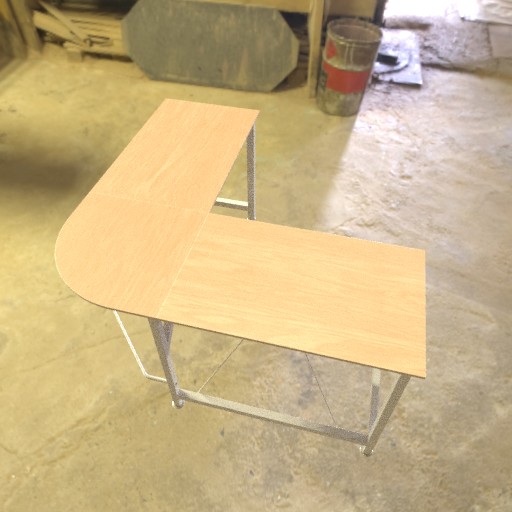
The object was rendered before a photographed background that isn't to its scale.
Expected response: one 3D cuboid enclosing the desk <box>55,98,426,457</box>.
[{"bbox_3d":[0.000,0.000,2.174,1.400,0.762,1.400,11,48,10],"label":"desk"}]
